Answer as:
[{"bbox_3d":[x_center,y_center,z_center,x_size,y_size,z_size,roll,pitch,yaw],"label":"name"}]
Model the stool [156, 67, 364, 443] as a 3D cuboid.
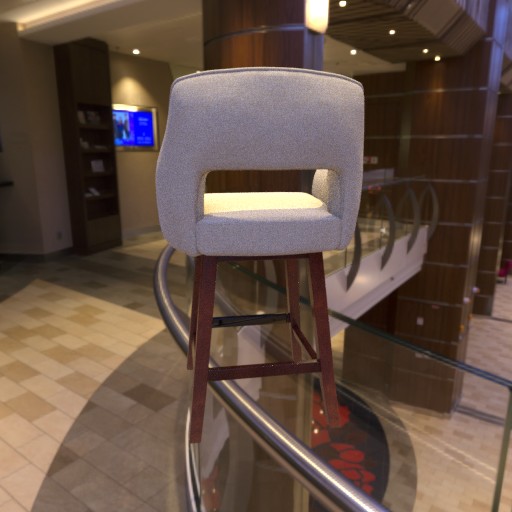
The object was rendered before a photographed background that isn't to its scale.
[{"bbox_3d":[0.000,0.000,1.290,0.550,0.936,0.560,-2,14,-9],"label":"stool"}]
